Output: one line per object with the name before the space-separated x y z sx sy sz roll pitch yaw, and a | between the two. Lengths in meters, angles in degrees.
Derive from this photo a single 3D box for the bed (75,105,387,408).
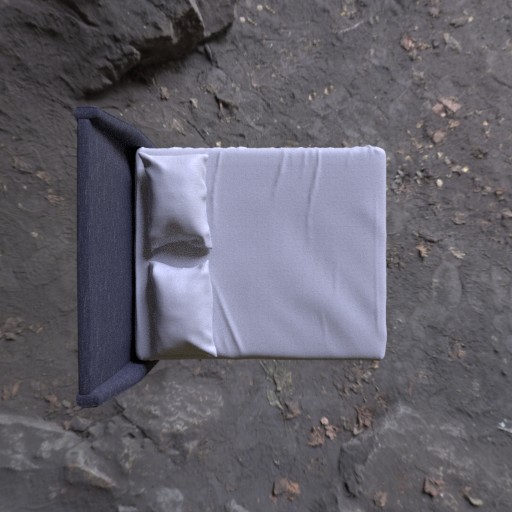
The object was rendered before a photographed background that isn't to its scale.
bed | 0.000 0.000 3.419 2.276 1.332 1.925 0 91 1
